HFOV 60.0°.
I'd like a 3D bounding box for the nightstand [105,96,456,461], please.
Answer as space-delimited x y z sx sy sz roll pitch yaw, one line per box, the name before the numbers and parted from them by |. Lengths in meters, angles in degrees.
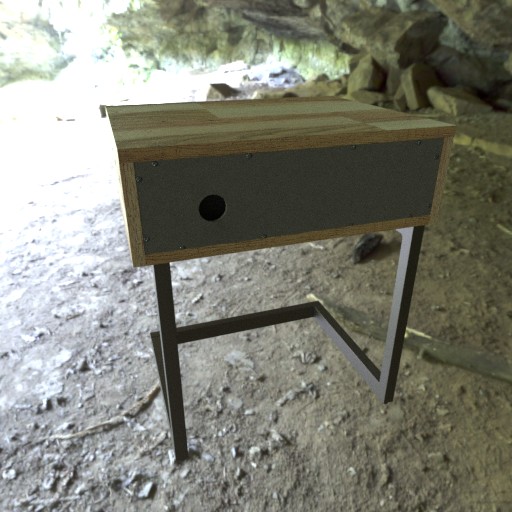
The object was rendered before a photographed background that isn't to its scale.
nightstand | 0.000 0.000 1.015 0.558 0.632 0.481 -9 28 -17
